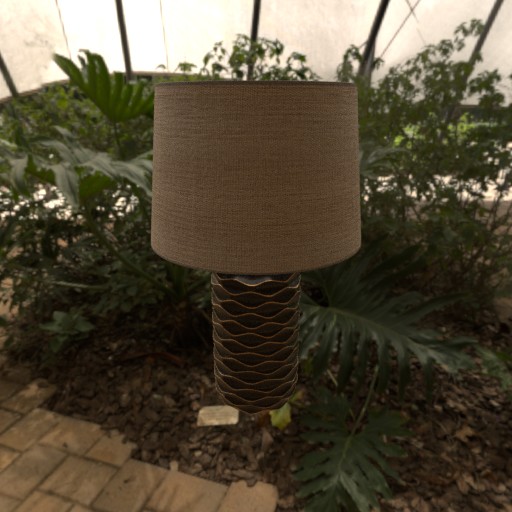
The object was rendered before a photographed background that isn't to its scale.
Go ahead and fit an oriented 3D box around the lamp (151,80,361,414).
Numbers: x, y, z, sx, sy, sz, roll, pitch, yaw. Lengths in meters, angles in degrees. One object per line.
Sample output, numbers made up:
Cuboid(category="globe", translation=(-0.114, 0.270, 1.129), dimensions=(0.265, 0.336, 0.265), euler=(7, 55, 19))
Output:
Cuboid(category="lamp", translation=(0.000, 0.000, 0.824), dimensions=(0.376, 0.594, 0.376), euler=(0, 19, 0))
